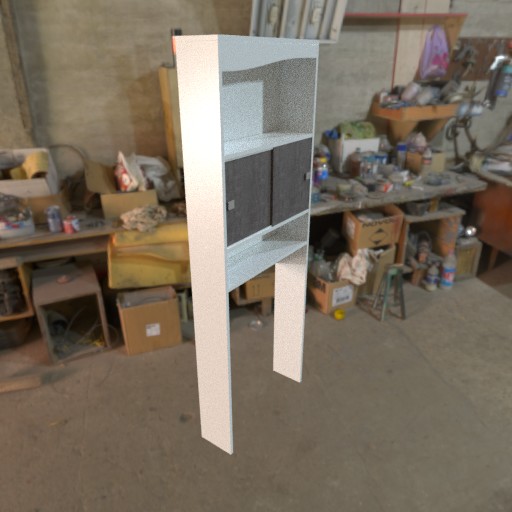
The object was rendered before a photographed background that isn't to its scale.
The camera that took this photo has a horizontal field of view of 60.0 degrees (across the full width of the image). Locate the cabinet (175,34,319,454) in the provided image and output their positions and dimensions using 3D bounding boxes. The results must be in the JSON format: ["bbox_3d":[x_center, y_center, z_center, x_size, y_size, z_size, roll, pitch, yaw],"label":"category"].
[{"bbox_3d":[0.000,0.000,2.007,0.192,1.770,0.643,17,29,33],"label":"cabinet"}]
